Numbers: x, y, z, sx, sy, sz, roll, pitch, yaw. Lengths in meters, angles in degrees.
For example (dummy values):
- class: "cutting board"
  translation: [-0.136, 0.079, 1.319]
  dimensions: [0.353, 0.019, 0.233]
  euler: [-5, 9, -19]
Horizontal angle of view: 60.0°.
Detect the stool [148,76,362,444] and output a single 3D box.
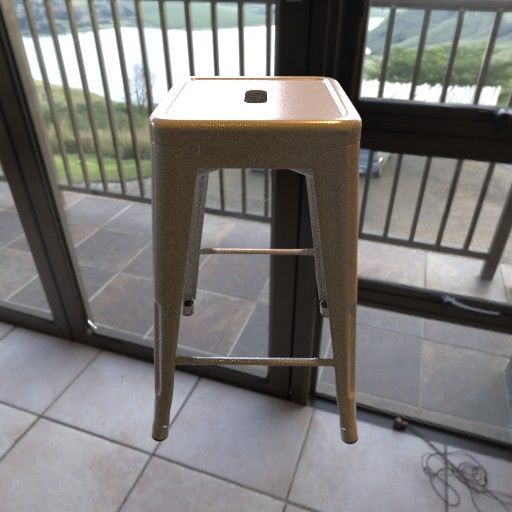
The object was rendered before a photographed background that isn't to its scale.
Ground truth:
- class: "stool"
  translation: [0.000, 0.000, 0.866]
  dimensions: [0.406, 0.610, 0.406]
  euler: [0, 33, 1]
